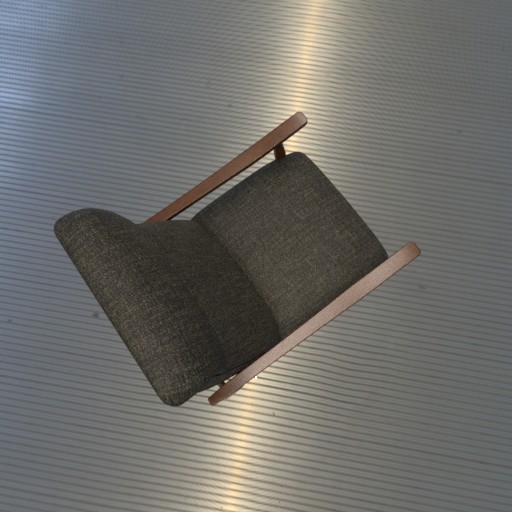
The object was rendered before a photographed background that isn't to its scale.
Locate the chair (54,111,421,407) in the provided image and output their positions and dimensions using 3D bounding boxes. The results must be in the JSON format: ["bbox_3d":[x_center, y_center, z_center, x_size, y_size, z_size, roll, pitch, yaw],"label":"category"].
[{"bbox_3d":[0.000,0.000,1.766,1.014,1.082,0.762,-35,77,-9],"label":"chair"}]
